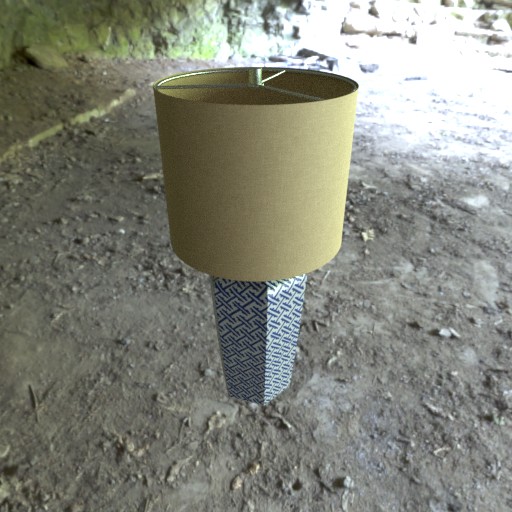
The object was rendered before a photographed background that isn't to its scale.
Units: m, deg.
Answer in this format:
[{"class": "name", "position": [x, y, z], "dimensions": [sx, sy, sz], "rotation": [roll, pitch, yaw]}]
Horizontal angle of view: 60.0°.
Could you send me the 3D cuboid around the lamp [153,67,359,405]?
[{"class": "lamp", "position": [0.000, 0.000, 0.866], "dimensions": [0.320, 0.682, 0.320], "rotation": [-22, 38, -32]}]
